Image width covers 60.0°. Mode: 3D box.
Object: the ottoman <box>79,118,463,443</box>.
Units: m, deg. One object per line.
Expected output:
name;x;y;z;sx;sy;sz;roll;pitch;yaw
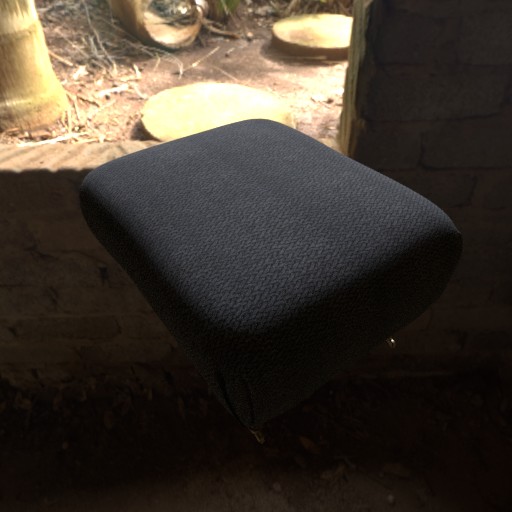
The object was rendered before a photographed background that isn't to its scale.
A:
ottoman;0.000;0.000;1.103;0.622;0.450;0.747;-26;47;-27
